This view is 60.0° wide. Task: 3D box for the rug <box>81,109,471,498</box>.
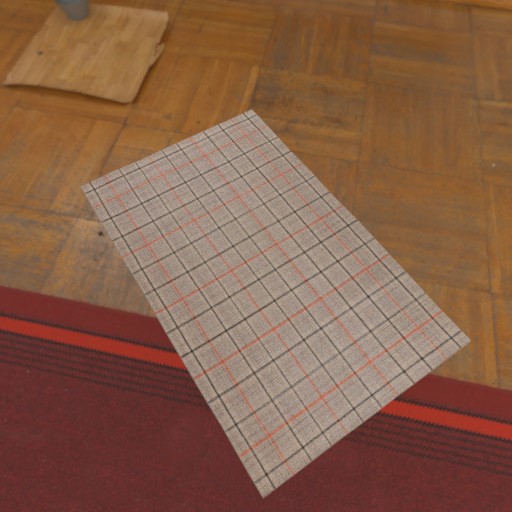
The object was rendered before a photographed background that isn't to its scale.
[{"bbox_3d":[0.000,0.000,2.993,1.524,0.015,2.439,-30,64,-16],"label":"rug"}]
